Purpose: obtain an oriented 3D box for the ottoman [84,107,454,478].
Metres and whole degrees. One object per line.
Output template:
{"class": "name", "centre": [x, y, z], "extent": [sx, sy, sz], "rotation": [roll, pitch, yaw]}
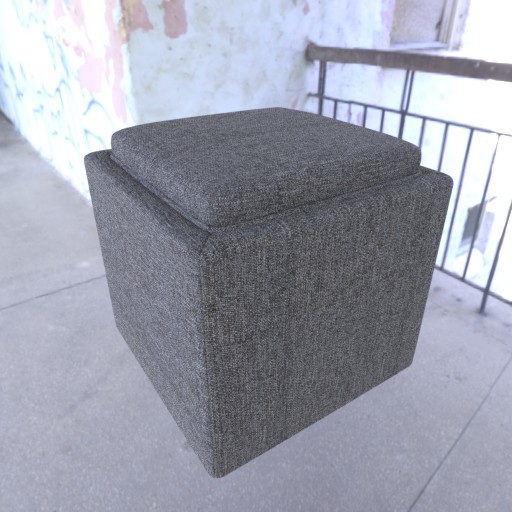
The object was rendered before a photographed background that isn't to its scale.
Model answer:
{"class": "ottoman", "centre": [0.000, 0.000, 0.815], "extent": [0.450, 0.460, 0.450], "rotation": [-18, 34, -29]}
